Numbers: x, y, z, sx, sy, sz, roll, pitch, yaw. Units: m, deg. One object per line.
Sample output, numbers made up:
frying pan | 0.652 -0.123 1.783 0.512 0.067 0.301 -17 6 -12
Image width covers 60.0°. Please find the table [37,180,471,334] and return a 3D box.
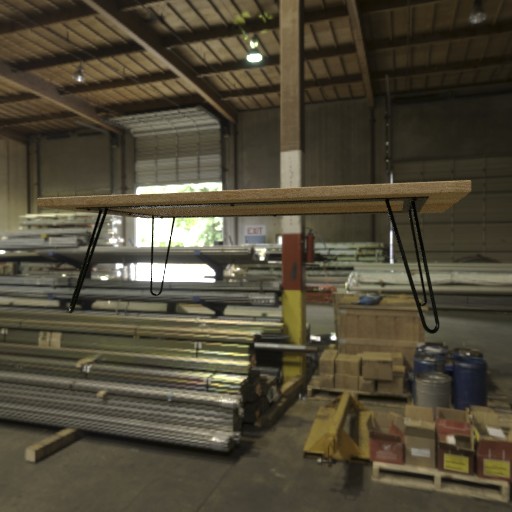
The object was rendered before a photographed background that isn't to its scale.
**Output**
table | 0.000 0.000 1.644 1.348 0.400 0.699 0 1 18
